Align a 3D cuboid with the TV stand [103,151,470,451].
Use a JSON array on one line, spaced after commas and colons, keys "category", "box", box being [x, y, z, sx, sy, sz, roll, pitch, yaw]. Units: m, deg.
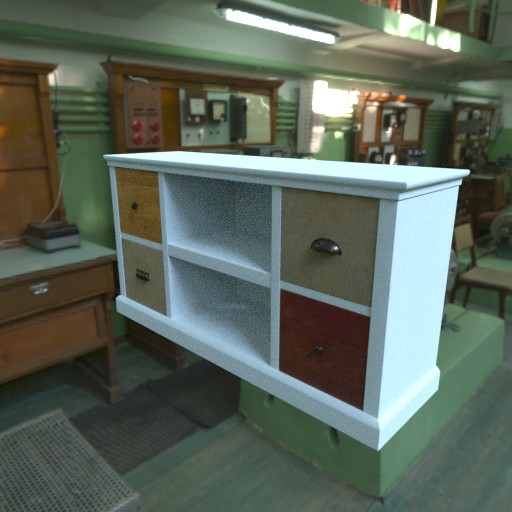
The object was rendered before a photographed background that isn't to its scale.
[{"category": "TV stand", "box": [0.000, 0.000, 1.478, 1.187, 0.624, 0.424, 15, 22, 41]}]
